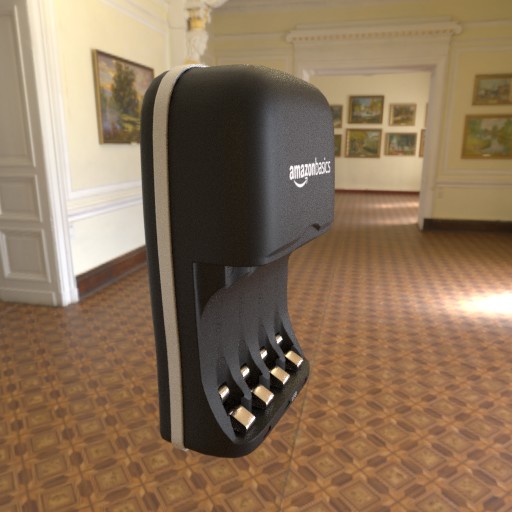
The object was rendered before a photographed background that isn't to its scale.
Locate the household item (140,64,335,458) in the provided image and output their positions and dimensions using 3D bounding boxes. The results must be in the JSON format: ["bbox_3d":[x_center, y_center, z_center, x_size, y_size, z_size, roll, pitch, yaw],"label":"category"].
[{"bbox_3d":[0.000,0.000,0.146,0.038,0.114,0.070,7,16,25],"label":"household item"}]
